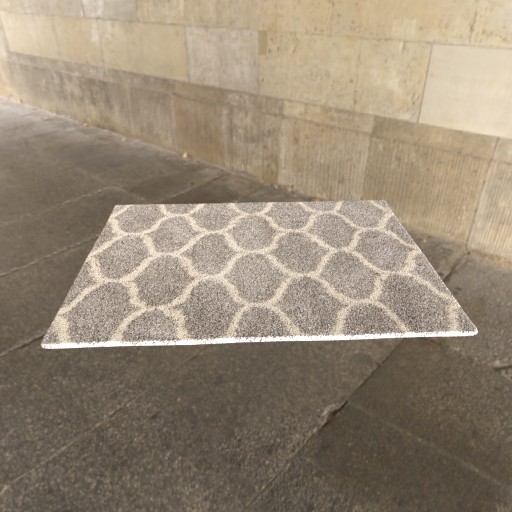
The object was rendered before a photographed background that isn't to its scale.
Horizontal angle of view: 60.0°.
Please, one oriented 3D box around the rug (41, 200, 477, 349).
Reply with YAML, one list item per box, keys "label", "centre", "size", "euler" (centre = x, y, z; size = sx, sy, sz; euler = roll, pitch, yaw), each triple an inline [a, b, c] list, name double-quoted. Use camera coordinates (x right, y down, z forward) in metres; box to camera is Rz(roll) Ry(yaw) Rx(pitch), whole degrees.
- label: "rug"
  centre: [0.000, 0.000, 2.121]
  size: [1.600, 0.025, 1.200]
  euler: [-1, 31, -2]
